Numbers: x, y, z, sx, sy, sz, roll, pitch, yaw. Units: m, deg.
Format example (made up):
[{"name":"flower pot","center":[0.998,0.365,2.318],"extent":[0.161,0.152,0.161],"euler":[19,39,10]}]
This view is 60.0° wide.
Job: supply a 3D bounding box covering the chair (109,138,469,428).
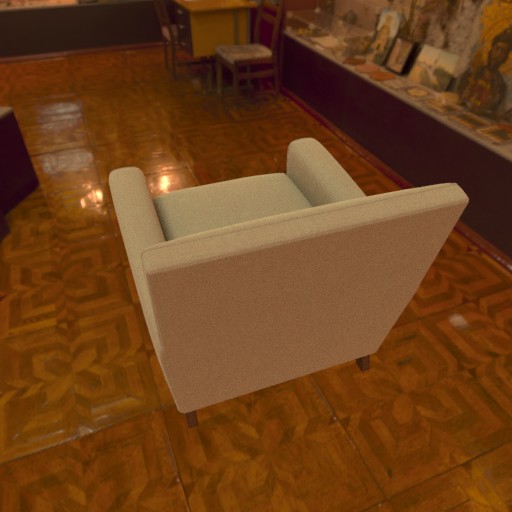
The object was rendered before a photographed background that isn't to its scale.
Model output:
[{"name":"chair","center":[0.000,0.000,1.520],"extent":[0.840,0.846,0.871],"euler":[-13,41,-15]}]
